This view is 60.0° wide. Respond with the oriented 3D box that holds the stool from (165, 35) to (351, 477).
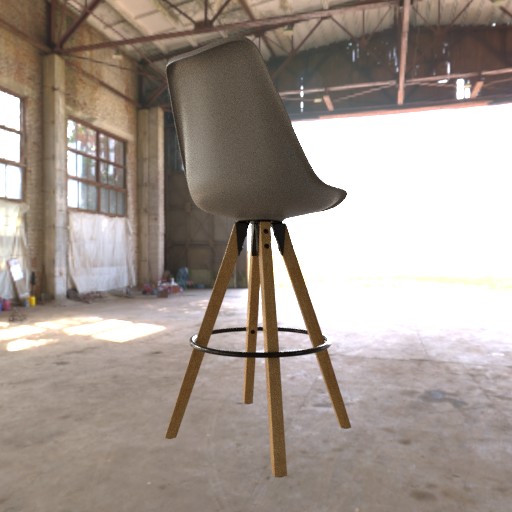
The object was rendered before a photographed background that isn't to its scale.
[{"bbox_3d":[0.000,0.000,1.392,0.485,1.115,0.550,0,0,36],"label":"stool"}]
